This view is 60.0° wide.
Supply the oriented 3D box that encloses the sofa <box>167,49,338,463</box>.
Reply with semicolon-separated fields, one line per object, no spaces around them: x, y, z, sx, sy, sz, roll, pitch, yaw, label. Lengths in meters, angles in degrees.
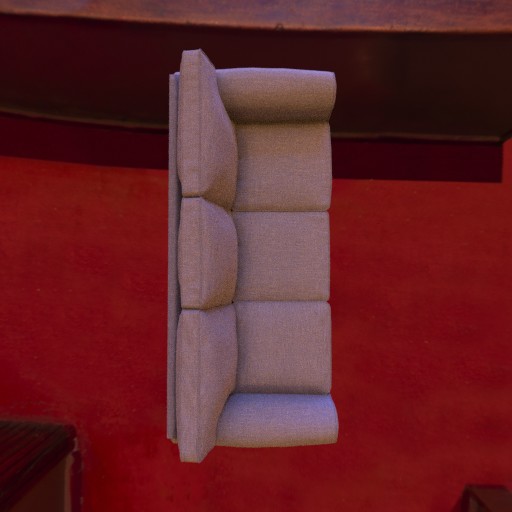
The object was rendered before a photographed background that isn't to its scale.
0.000;0.000;2.600;0.916;0.961;2.084;0;88;1;sofa
